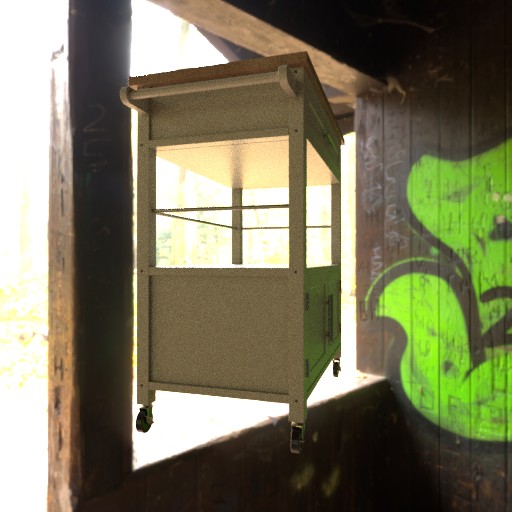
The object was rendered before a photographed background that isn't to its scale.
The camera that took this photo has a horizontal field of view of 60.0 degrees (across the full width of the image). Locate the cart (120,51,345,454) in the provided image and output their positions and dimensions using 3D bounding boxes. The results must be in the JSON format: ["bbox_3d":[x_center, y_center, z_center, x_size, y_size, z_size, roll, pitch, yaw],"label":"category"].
[{"bbox_3d":[0.000,0.000,1.371,0.459,0.901,0.840,0,0,18],"label":"cart"}]
